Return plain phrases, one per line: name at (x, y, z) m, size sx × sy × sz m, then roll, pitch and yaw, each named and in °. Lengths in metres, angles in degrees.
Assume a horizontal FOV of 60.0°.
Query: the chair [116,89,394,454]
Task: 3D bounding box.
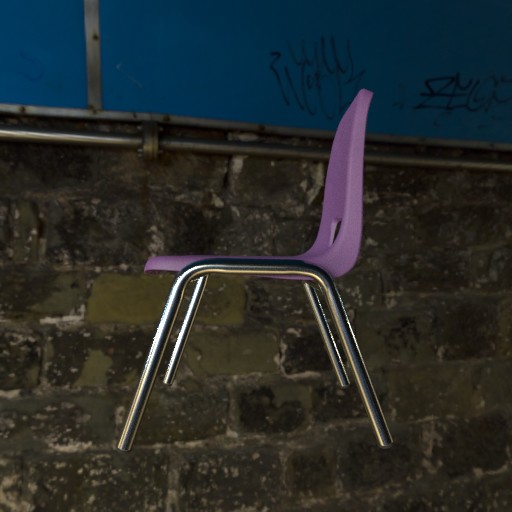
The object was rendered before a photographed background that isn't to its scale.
chair at (0.000, 0.000, 0.827) m, size 0.419 × 0.584 × 0.356 m, roll 0°, pitch 0°, yaw 0°
